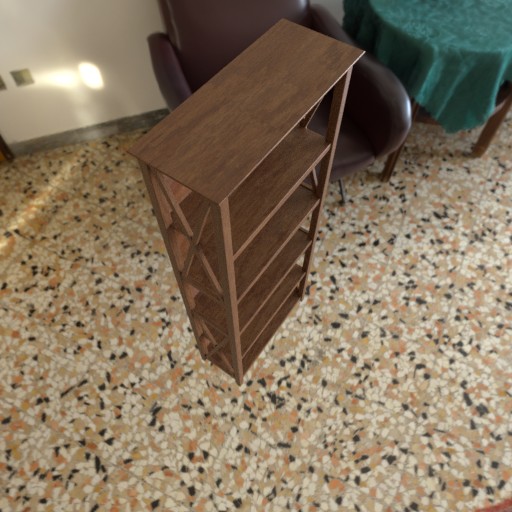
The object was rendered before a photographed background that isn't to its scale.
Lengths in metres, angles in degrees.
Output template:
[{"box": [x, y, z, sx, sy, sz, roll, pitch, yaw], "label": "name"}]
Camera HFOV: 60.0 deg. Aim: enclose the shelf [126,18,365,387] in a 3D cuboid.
[{"box": [0.000, 0.000, 2.191, 0.335, 1.905, 0.805, 31, 64, 18], "label": "shelf"}]
